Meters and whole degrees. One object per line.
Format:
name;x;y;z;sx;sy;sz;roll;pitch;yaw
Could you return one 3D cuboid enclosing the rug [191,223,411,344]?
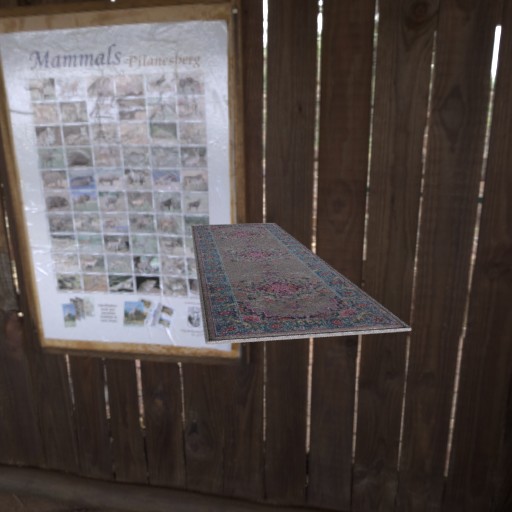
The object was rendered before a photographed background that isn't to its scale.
rug;0.000;0.000;2.021;0.553;0.012;1.827;-2;13;-9
